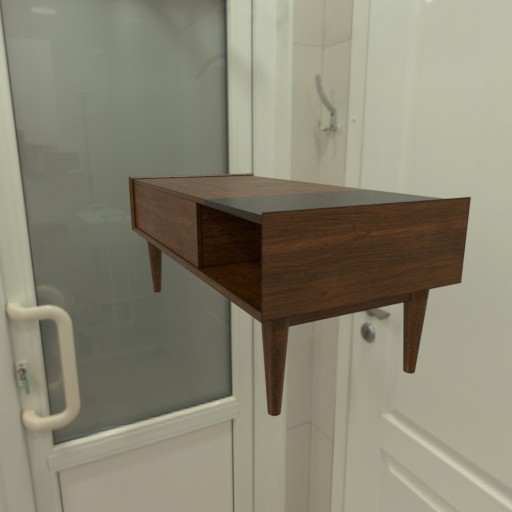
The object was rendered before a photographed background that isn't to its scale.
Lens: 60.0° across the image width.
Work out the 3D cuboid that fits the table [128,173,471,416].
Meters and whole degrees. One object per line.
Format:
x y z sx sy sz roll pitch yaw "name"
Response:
0.000 0.000 1.588 0.610 0.508 1.221 -7 15 -27 "table"
